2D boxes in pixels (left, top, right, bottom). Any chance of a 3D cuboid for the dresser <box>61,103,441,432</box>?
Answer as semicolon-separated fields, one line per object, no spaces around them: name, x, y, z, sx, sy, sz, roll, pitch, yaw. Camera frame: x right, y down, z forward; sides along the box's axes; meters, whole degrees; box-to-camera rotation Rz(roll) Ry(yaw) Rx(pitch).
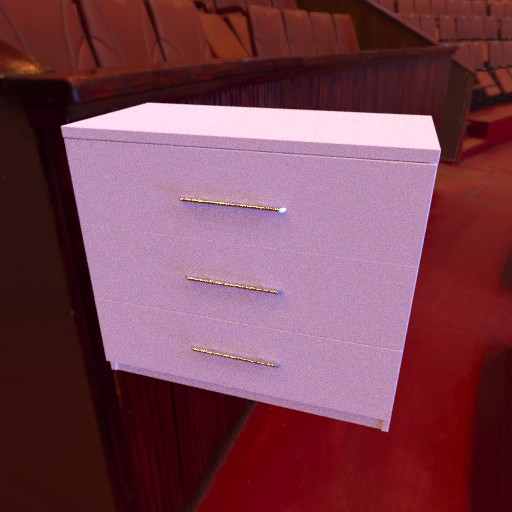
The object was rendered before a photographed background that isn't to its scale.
dresser;0.000;0.000;1.253;0.830;0.740;0.420;8;28;15
